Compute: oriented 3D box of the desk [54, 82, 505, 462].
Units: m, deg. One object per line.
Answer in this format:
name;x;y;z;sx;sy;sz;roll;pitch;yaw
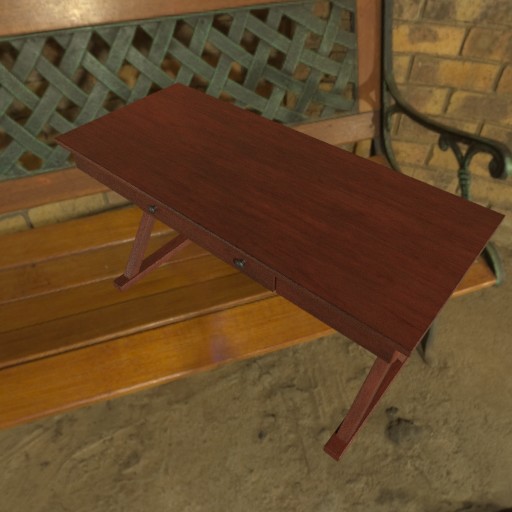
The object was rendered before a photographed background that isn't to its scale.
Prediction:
desk;0.000;0.000;1.691;1.372;0.761;0.600;31;53;27
